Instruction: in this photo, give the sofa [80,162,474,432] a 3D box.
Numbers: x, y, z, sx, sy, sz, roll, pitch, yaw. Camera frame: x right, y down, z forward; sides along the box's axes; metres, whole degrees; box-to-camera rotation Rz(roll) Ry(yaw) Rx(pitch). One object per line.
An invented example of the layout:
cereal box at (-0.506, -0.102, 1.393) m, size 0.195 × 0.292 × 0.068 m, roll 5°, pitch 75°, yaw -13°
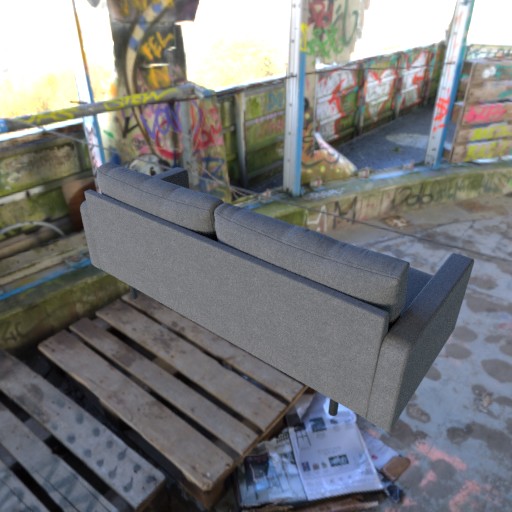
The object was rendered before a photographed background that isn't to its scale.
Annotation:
sofa at (0.000, 0.000, 2.546) m, size 2.100 × 0.880 × 0.880 m, roll 22°, pitch 37°, yaw 32°
